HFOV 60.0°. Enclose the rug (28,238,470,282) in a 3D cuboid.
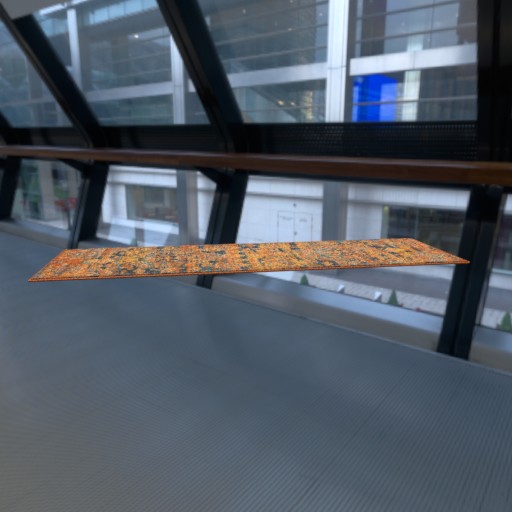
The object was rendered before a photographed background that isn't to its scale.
[{"bbox_3d":[0.000,0.000,2.565,2.274,0.016,0.651,-2,14,-9],"label":"rug"}]
